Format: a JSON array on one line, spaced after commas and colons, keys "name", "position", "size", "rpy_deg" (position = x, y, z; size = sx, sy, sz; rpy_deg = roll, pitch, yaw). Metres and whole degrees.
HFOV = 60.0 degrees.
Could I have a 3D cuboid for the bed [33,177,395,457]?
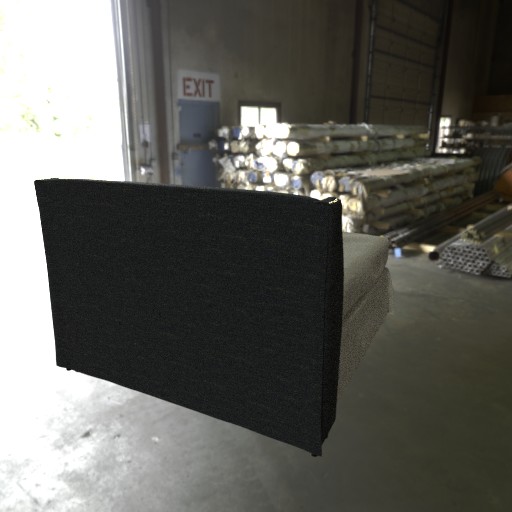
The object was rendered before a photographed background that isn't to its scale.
[{"name": "bed", "position": [0.000, 0.000, 3.405], "size": [1.925, 1.332, 2.276], "rpy_deg": [8, 18, 26]}]
